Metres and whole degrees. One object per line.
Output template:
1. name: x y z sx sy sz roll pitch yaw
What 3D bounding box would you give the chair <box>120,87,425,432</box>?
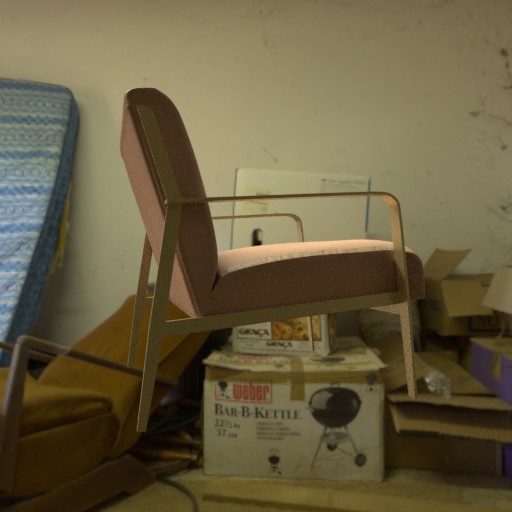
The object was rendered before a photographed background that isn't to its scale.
1. chair: 0.000 0.000 1.458 0.848 0.823 0.701 0 0 -18
